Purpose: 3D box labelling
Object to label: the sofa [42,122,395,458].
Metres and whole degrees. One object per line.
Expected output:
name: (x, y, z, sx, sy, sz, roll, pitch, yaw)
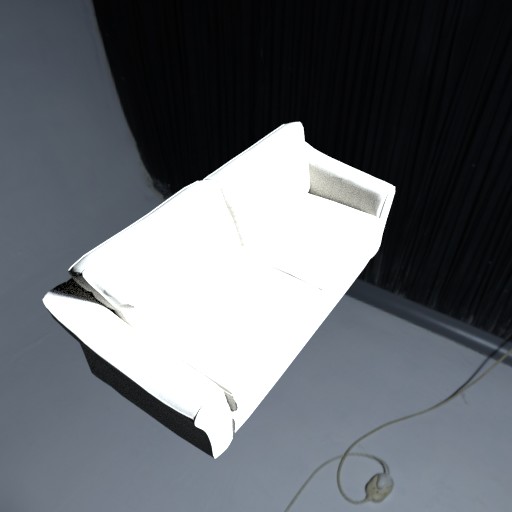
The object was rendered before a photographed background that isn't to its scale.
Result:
sofa: (0.000, 0.000, 2.795, 0.980, 0.965, 2.270, 25, 47, 26)
